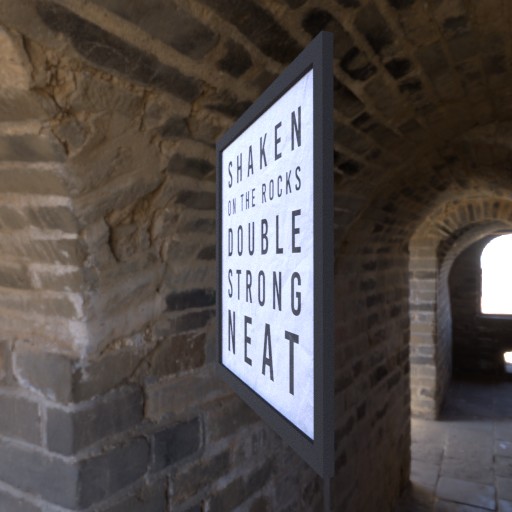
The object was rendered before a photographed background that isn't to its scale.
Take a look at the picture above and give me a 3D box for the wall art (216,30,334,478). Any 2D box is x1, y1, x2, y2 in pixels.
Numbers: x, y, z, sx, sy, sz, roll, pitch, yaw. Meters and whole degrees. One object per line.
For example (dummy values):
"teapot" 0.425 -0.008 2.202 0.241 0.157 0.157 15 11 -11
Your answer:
"wall art" 0.000 0.000 0.670 0.013 0.458 0.456 0 -1 -19
